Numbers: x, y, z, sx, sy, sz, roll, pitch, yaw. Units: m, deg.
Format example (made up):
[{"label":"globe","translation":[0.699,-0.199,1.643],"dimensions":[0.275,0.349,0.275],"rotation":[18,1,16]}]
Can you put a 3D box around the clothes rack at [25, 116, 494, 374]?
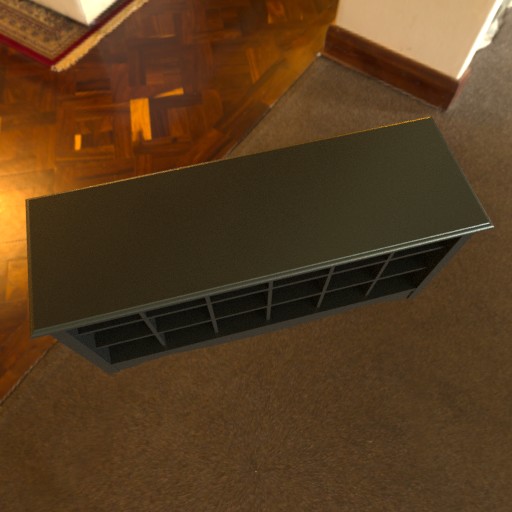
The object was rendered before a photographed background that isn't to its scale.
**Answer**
[{"label":"clothes rack","translation":[0.000,0.000,1.451],"dimensions":[1.219,0.556,0.406],"rotation":[-13,65,-6]}]
